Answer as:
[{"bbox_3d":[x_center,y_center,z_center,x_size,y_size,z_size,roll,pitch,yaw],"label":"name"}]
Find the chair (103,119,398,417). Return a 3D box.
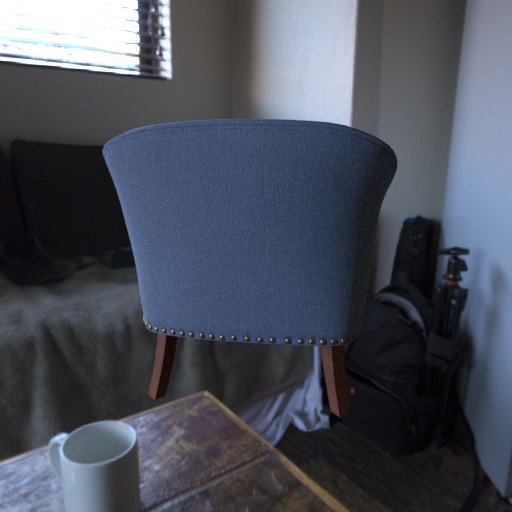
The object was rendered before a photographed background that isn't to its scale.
[{"bbox_3d":[0.000,0.000,1.426,0.798,0.815,0.704,2,15,9],"label":"chair"}]
